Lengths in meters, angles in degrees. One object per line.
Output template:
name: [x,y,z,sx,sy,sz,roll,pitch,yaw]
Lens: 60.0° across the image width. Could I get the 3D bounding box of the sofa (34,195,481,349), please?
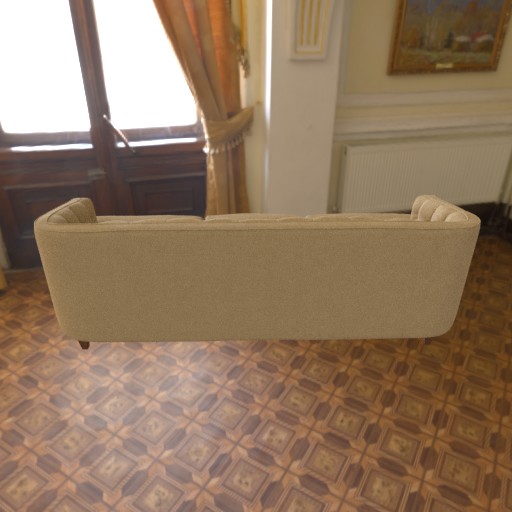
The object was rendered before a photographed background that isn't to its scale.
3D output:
sofa: [0.000,0.000,2.623,2.235,0.788,0.913,-1,29,-1]
